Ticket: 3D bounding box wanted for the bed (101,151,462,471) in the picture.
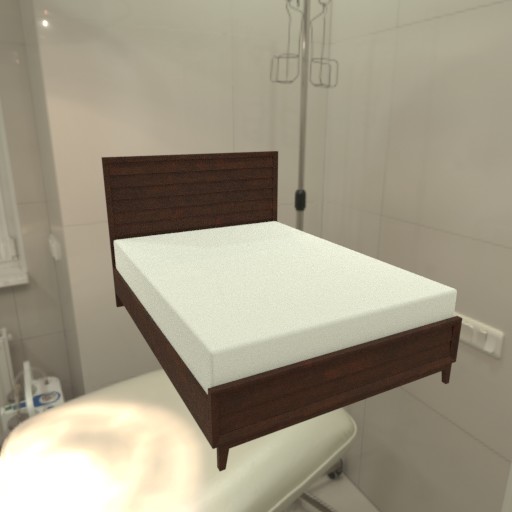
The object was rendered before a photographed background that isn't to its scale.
[{"bbox_3d":[0.000,0.000,3.120,1.600,1.270,2.184,-9,19,-27],"label":"bed"}]
